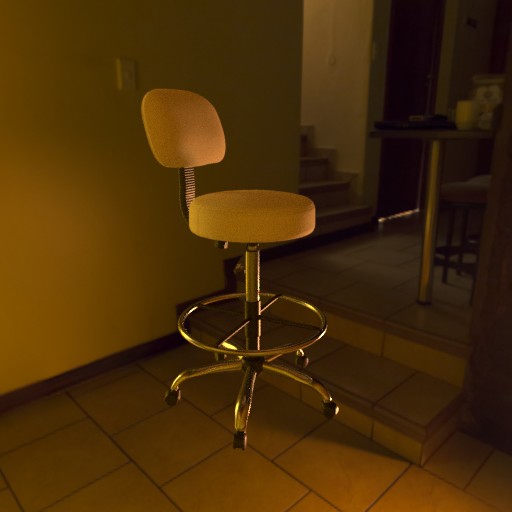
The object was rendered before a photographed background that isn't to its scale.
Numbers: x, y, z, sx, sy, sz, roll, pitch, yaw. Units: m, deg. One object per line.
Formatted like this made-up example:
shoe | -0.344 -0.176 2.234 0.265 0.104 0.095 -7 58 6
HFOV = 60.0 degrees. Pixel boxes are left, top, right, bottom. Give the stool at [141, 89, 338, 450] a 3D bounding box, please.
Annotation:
stool | 0.000 0.000 1.504 0.616 1.080 0.609 8 17 25
